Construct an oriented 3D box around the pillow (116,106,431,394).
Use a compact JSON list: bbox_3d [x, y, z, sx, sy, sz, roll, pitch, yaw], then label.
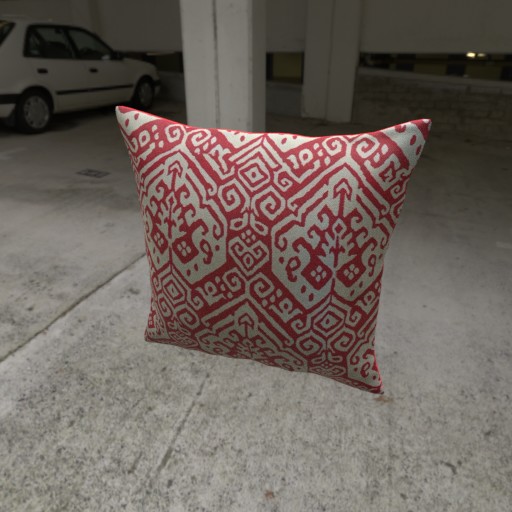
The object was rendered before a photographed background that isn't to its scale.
[{"bbox_3d":[0.000,0.000,0.808,0.522,0.507,0.192,8,27,17],"label":"pillow"}]
